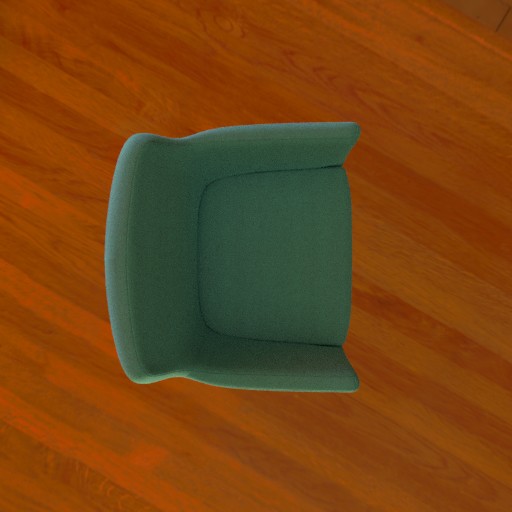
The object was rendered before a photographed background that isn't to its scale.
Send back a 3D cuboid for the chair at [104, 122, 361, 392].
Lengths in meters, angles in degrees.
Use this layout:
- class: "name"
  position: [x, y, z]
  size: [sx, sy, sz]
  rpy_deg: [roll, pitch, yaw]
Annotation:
- class: "chair"
  position: [0.000, 0.000, 1.169]
  size: [0.540, 0.780, 0.570]
  rpy_deg: [0, 91, 0]
